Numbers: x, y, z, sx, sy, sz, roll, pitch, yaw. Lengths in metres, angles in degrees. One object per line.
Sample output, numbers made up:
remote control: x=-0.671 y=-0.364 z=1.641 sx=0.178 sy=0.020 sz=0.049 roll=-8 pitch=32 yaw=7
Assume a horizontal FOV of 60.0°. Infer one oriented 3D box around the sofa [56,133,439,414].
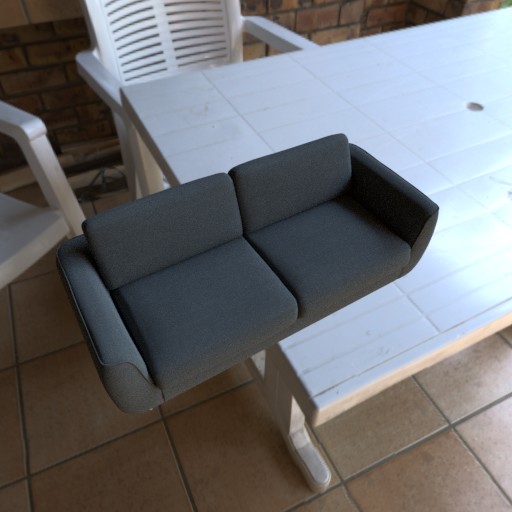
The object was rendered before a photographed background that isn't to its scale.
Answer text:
sofa: x=0.000 y=0.000 z=2.537 sx=2.000 sy=0.850 sz=0.920 roll=-23 pitch=50 yaw=-21
